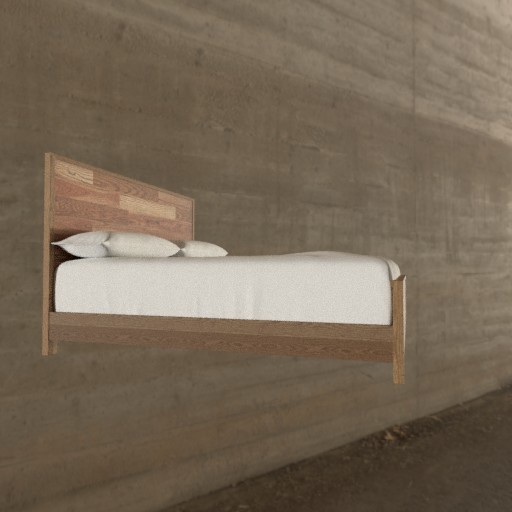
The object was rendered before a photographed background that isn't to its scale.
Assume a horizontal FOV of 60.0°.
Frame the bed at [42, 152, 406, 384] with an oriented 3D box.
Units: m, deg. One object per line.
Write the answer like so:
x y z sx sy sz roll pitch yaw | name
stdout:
0.000 0.000 3.431 2.184 1.295 2.013 -1 -2 19 | bed
